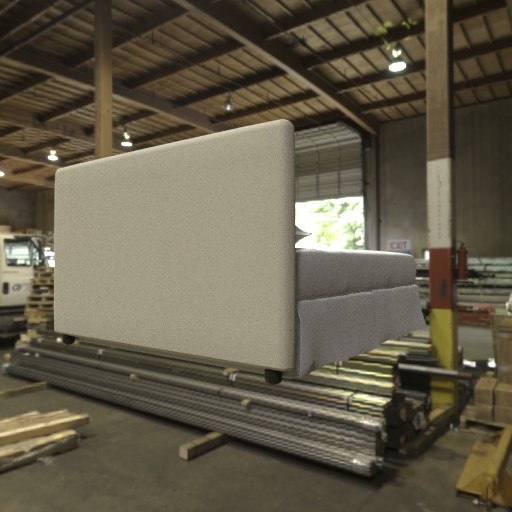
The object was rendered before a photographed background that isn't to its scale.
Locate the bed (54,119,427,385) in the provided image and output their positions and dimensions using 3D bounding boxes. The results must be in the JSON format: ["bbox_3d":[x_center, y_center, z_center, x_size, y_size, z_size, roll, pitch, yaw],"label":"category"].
[{"bbox_3d":[0.000,0.000,3.638,2.119,1.317,2.341,-1,-1,36],"label":"bed"}]
